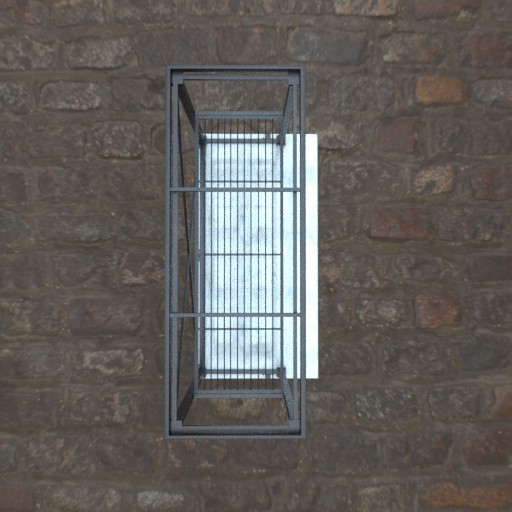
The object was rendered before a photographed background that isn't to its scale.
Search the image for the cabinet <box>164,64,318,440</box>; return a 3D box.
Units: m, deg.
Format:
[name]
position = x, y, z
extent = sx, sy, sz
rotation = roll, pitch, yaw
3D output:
[cabinet]
position = 0.000, 0.000, 2.235
extent = 0.610, 1.659, 1.210
rotation = 0, 89, 0
